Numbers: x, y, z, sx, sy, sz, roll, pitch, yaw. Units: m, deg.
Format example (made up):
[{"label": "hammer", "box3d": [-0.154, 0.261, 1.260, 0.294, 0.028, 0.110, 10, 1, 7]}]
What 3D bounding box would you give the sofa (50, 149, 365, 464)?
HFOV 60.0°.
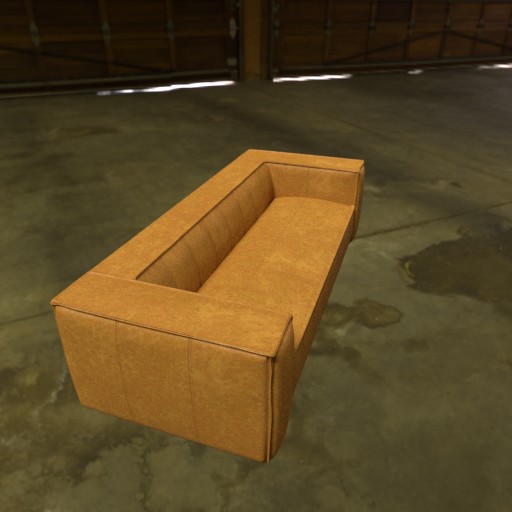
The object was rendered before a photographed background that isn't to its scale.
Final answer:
[{"label": "sofa", "box3d": [0.000, 0.000, 2.992, 1.102, 0.701, 2.581, 10, 31, 17]}]
